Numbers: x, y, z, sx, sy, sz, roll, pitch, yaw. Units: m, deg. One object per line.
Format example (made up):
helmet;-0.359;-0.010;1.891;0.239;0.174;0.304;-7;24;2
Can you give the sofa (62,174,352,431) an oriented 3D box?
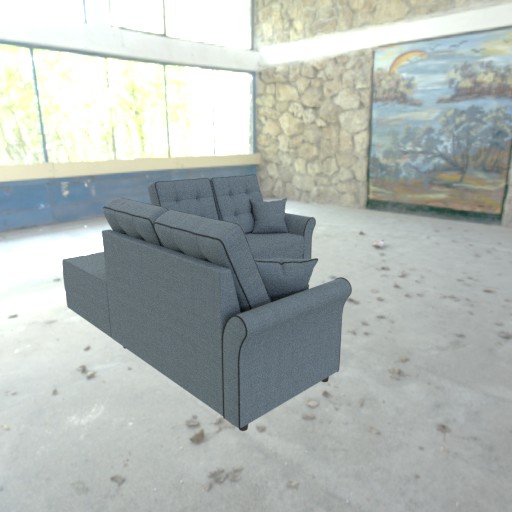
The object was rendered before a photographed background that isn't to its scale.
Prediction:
sofa;0.000;0.000;3.267;2.070;0.988;2.068;-14;21;-42
